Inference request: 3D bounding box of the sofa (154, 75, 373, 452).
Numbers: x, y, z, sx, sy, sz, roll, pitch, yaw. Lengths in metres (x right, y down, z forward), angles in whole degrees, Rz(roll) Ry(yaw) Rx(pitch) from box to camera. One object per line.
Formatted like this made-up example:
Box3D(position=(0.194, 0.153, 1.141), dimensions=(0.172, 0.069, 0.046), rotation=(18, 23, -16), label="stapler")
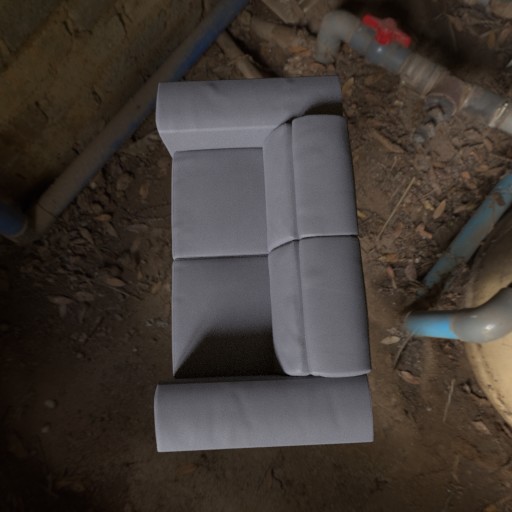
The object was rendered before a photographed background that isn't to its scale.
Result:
Box3D(position=(0.000, 0.000, 2.419), dimensions=(1.003, 0.779, 1.895), rotation=(-2, 77, -1), label="sofa")
